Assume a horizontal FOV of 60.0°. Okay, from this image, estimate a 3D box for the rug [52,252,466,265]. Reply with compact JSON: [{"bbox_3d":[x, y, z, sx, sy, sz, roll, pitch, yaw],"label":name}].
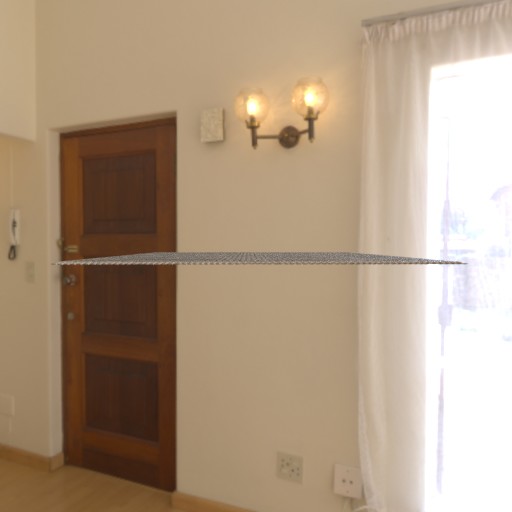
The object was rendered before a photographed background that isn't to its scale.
[{"bbox_3d":[0.000,0.000,3.827,2.256,0.013,2.910,0,2,-1],"label":"rug"}]
